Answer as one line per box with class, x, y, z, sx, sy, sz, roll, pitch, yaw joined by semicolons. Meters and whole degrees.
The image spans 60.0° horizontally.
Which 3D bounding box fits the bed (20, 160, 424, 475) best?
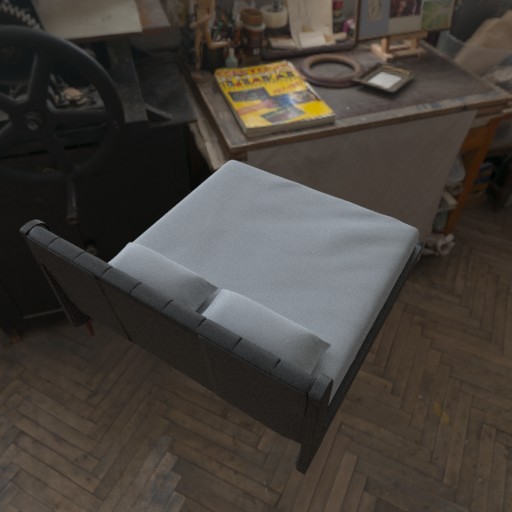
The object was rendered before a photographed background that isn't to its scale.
bed;0.000;0.000;3.140;1.903;1.158;2.031;25;51;22
